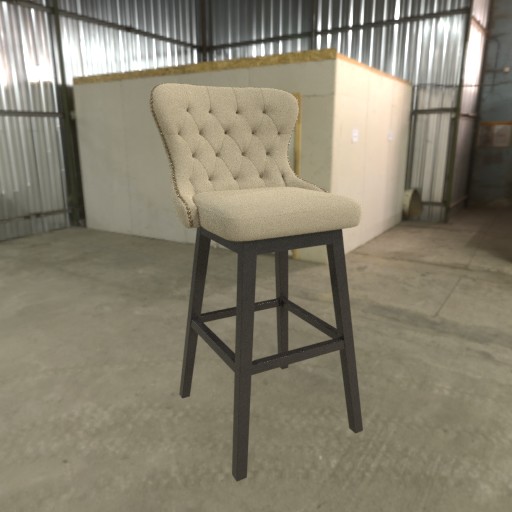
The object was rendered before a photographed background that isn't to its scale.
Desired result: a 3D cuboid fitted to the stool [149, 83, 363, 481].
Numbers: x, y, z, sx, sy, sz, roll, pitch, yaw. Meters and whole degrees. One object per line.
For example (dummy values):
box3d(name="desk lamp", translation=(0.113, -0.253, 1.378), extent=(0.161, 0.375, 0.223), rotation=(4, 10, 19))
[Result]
box3d(name="stool", translation=(0.000, 0.000, 1.418), extent=(0.528, 1.066, 0.605), rotation=(-8, 18, -27))
